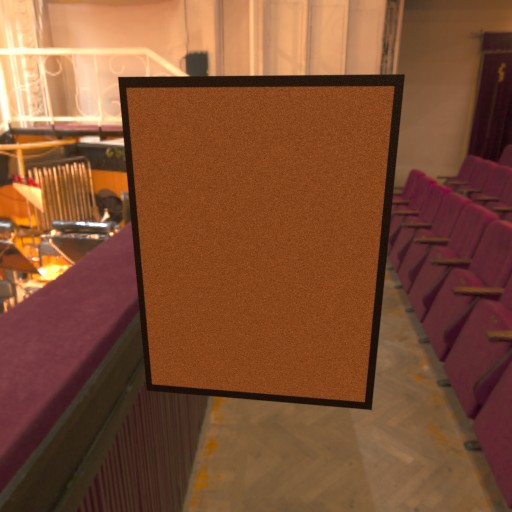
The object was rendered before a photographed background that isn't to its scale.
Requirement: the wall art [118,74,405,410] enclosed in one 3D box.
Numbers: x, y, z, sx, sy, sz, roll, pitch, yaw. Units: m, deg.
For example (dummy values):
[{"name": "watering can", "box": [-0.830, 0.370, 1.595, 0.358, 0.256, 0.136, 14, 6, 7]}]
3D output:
[{"name": "wall art", "box": [0.000, 0.000, 1.362, 0.774, 1.027, 0.030, 3, 19, 7]}]
